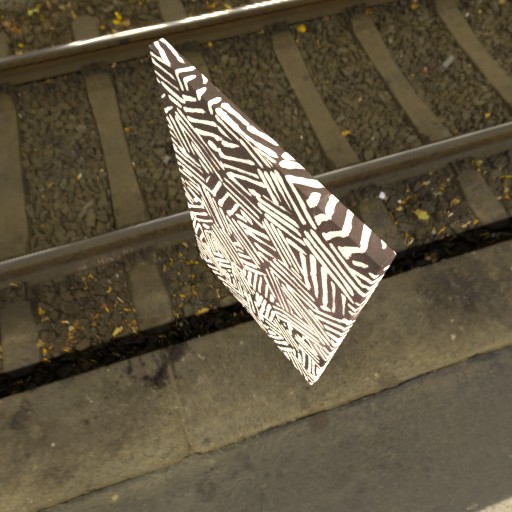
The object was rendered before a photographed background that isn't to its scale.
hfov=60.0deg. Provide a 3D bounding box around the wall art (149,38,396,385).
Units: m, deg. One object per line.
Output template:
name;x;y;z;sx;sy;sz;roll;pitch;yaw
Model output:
wall art;0.000;0.000;1.165;0.035;0.918;0.615;-36;69;-17
